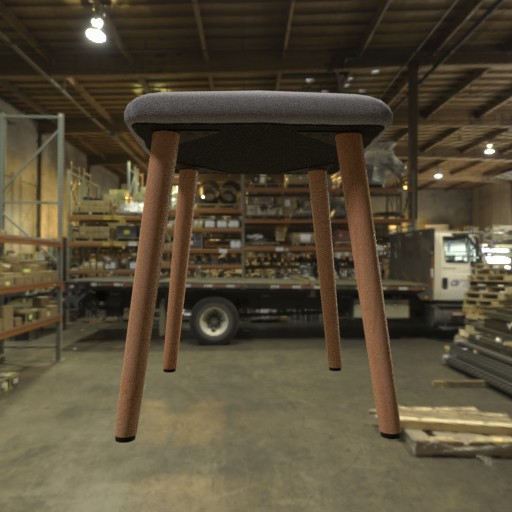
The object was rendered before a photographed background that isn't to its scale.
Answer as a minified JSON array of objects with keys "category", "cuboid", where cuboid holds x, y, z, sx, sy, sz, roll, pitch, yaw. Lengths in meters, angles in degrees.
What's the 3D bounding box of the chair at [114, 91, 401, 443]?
[{"category":"chair","cuboid":[0.000,0.000,0.698,0.350,0.440,0.350,0,0,-2]}]
